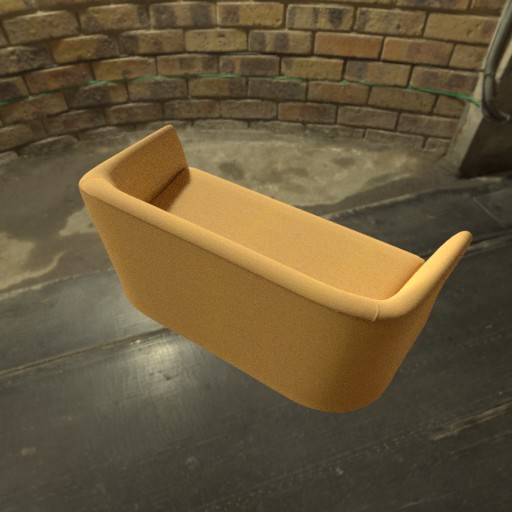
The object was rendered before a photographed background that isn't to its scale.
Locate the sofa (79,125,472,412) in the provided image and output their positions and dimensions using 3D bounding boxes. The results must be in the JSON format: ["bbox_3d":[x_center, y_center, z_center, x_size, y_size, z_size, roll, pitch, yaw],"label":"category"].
[{"bbox_3d":[0.000,0.000,1.843,1.452,0.721,0.705,25,51,22],"label":"sofa"}]
